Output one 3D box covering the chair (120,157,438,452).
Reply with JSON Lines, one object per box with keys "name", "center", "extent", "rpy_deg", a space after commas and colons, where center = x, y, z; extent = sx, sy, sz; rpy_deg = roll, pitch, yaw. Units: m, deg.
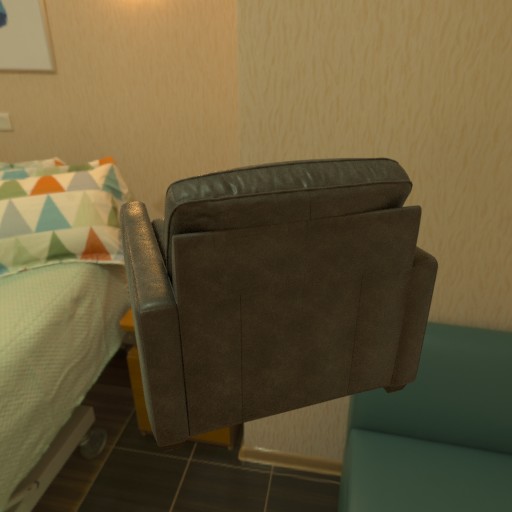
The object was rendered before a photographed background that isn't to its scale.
{"name": "chair", "center": [0.000, 0.000, 1.775], "extent": [1.006, 0.916, 0.939], "rpy_deg": [-8, 27, -17]}
